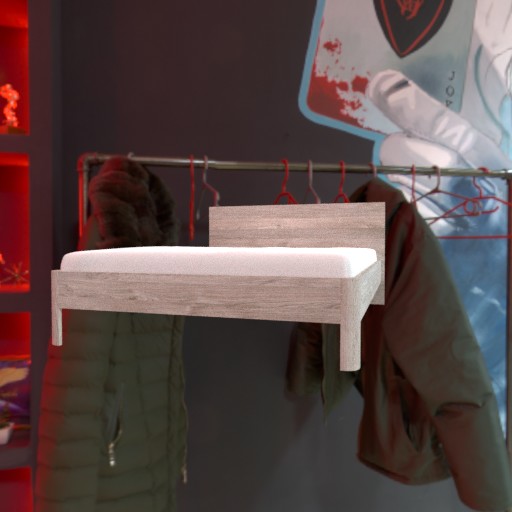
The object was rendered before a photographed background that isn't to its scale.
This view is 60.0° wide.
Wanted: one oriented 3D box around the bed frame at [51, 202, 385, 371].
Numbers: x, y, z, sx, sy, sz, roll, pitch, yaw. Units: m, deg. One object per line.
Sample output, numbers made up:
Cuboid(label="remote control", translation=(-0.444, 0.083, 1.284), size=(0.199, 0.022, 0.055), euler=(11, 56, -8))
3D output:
Cuboid(label="bed frame", translation=(0.000, 0.000, 2.788), size=(1.490, 0.800, 1.950), euler=(1, 2, 18))
